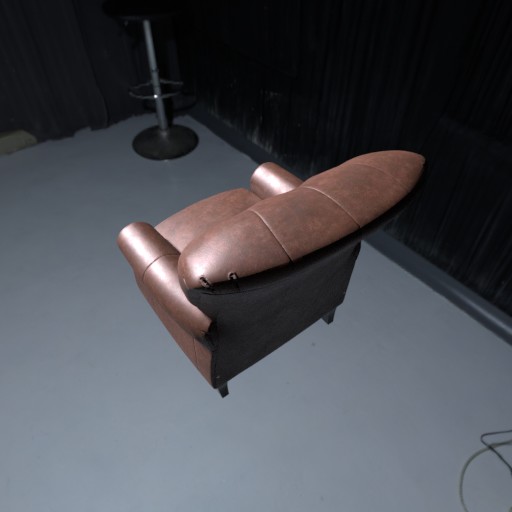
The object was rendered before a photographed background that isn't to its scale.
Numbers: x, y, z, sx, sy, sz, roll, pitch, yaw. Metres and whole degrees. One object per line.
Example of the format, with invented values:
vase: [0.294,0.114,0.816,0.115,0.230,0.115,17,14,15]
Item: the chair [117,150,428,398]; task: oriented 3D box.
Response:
chair: [0.000,0.000,1.964,0.979,1.162,1.031,-29,54,-24]
